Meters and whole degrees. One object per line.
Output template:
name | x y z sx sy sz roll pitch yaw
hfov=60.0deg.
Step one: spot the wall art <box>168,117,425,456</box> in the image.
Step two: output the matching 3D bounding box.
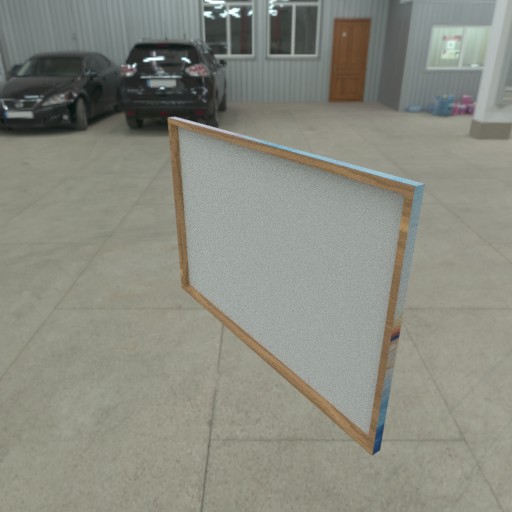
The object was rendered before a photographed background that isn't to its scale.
wall art | 0.000 0.000 0.781 0.018 0.402 0.604 -17 30 -32
